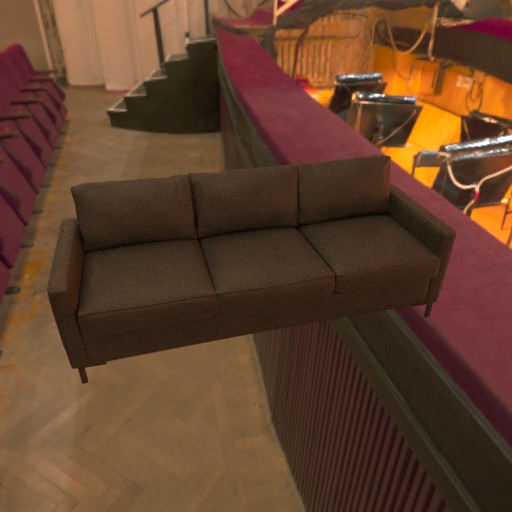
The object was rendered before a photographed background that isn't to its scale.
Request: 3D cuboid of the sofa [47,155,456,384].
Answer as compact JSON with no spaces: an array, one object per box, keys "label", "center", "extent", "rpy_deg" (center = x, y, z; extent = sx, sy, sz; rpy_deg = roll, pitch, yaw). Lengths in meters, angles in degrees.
[{"label":"sofa","center":[0.000,0.000,2.432],"extent":[2.029,0.805,0.748],"rpy_deg":[-8,33,-13]}]
